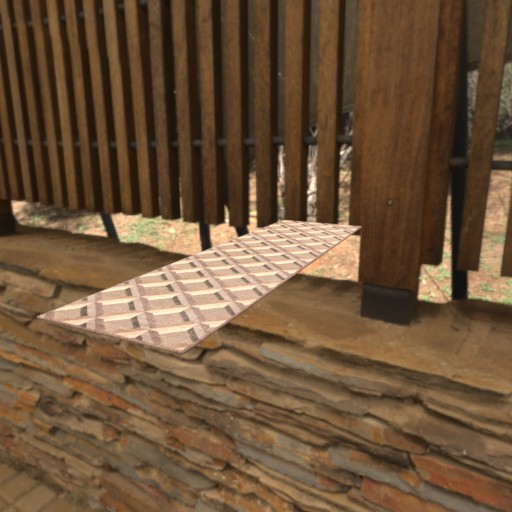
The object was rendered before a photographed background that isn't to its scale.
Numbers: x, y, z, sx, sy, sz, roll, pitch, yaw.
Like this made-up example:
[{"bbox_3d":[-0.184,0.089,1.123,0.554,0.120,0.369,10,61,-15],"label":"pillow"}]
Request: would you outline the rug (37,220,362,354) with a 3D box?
[{"bbox_3d":[0.000,0.000,2.612,0.685,0.013,2.437,7,16,25],"label":"rug"}]
